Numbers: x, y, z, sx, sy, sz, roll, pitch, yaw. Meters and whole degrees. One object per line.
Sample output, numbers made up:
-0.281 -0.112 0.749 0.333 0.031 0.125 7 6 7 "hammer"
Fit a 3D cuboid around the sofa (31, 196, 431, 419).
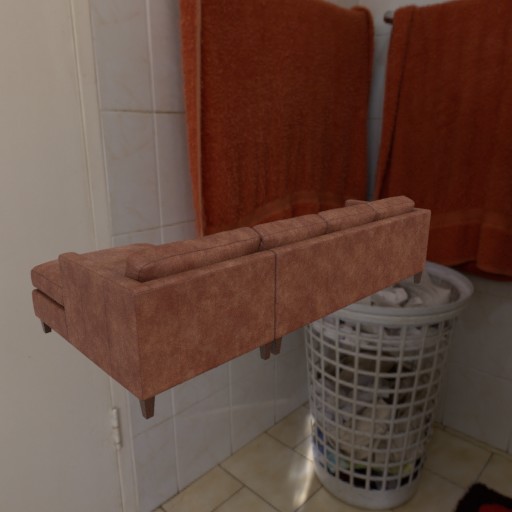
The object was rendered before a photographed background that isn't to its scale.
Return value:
0.000 0.000 3.821 3.203 0.883 1.581 -15 22 -42 "sofa"
